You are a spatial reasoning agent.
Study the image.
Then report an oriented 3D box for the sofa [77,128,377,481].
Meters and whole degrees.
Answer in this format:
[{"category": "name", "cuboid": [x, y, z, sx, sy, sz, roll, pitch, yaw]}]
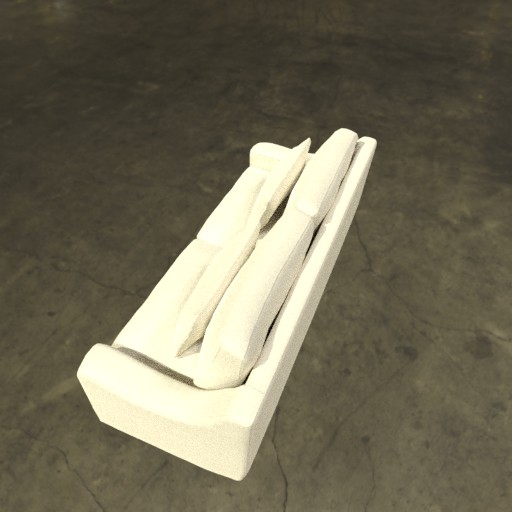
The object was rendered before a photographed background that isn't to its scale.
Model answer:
[{"category": "sofa", "cuboid": [0.000, 0.000, 2.973, 1.009, 1.022, 2.470, 16, 47, 16]}]
